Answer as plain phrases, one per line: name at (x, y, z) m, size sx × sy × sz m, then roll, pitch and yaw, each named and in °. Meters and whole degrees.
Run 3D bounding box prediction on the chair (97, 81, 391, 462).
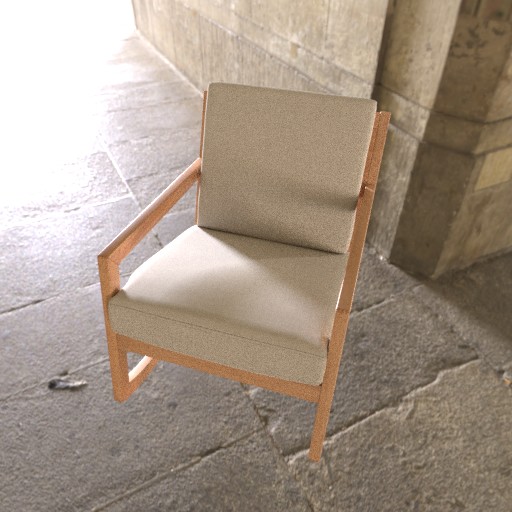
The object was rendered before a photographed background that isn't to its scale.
chair at (0.000, 0.000, 1.370) m, size 0.622 × 0.790 × 0.857 m, roll 12°, pitch 42°, yaw 13°
